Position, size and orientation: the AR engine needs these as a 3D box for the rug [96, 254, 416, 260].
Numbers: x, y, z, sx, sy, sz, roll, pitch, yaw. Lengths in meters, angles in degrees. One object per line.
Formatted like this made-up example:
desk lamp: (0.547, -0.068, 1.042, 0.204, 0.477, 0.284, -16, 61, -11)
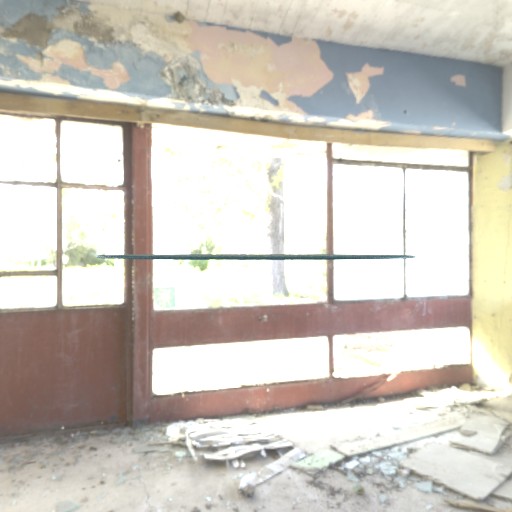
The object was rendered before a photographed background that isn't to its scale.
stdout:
rug: (0.000, 0.000, 2.341, 1.593, 0.012, 1.593, 0, 1, 0)
